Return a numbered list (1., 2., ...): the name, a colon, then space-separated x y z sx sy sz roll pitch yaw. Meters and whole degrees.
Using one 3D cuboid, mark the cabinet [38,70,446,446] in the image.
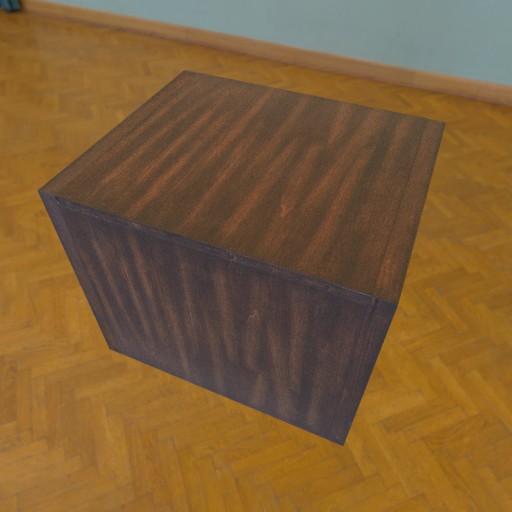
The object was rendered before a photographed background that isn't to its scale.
1. cabinet: 0.000 0.000 0.829 0.500 0.455 0.402 17 49 16
